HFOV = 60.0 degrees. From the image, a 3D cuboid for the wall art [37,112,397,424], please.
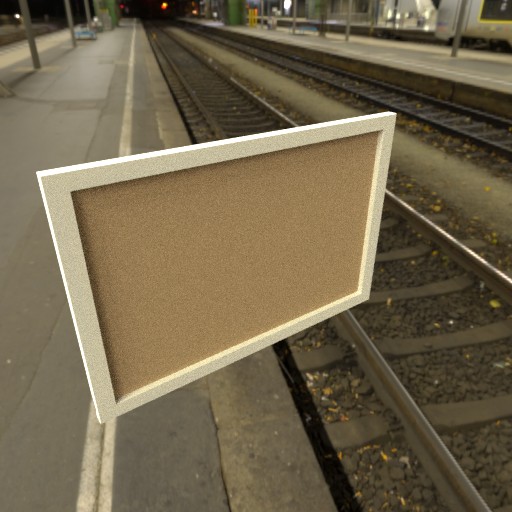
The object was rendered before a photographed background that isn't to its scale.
[{"bbox_3d":[0.000,0.000,1.427,1.144,0.767,0.038,-18,34,-30],"label":"wall art"}]
